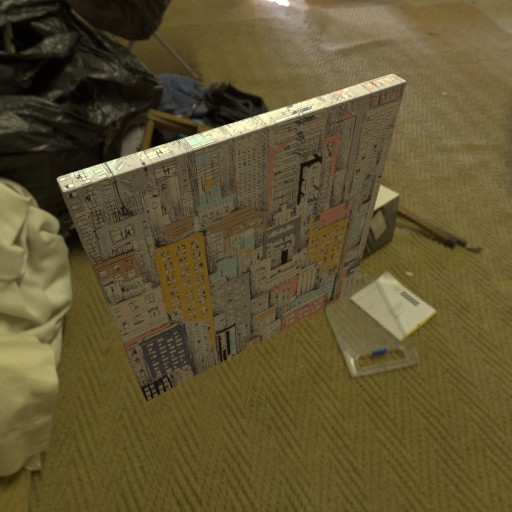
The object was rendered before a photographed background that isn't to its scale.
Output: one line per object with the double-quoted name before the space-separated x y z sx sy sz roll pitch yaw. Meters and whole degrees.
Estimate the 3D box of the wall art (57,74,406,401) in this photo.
"wall art" 0.000 0.000 0.912 0.607 0.608 0.038 -24 51 -21
